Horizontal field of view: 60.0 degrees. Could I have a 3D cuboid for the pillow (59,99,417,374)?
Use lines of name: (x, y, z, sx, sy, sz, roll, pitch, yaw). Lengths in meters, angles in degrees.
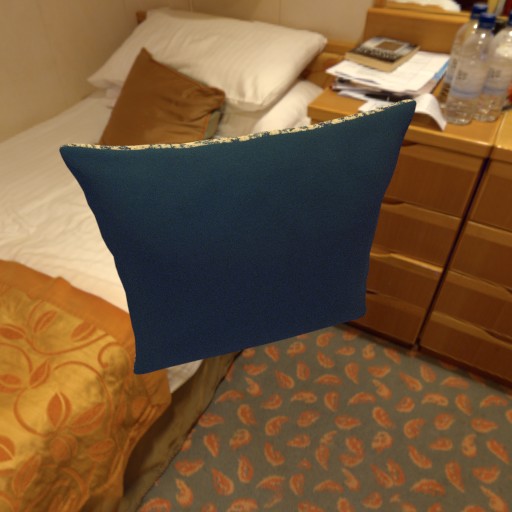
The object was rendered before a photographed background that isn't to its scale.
pillow: (0.000, 0.000, 0.787, 0.523, 0.510, 0.166, -12, 43, -13)
